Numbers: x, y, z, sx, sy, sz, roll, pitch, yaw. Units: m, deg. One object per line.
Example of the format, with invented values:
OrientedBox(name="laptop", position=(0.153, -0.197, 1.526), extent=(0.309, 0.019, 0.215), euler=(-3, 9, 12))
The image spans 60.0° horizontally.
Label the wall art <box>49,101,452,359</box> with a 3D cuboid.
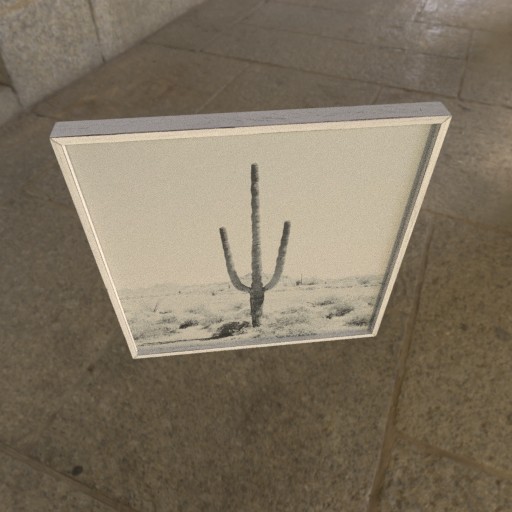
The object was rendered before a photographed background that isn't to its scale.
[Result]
OrientedBox(name="wall art", position=(0.000, 0.000, 0.751), extent=(0.508, 0.508, 0.038), euler=(-4, 46, -4))
